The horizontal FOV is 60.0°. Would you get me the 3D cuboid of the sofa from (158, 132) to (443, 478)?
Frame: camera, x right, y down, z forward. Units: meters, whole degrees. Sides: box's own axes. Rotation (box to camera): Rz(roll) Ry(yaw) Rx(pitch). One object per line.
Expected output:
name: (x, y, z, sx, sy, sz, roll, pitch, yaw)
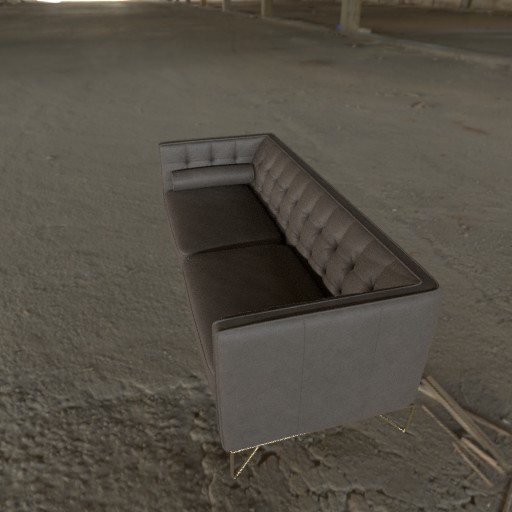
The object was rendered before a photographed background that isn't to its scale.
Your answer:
sofa: (0.000, 0.000, 2.506, 0.867, 0.789, 2.087, -8, 32, -13)
